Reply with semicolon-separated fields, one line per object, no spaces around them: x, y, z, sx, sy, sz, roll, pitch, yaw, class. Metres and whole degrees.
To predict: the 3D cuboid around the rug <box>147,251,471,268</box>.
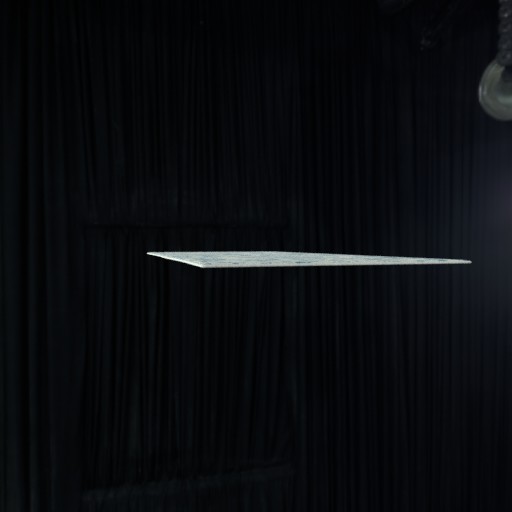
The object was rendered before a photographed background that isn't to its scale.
0.000;0.000;1.462;0.605;0.007;1.220;0;2;-18;rug
